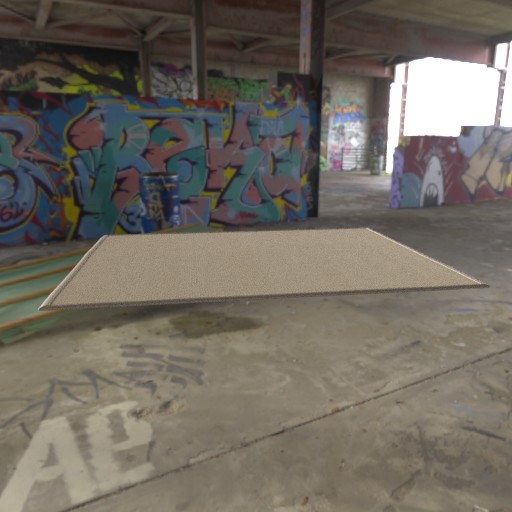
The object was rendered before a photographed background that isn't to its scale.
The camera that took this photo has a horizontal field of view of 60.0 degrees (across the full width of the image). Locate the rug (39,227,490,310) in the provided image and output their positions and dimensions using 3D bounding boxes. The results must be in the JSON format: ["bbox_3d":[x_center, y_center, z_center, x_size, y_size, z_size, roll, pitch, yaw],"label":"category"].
[{"bbox_3d":[0.000,0.000,2.715,2.081,0.020,1.525,-2,14,-8],"label":"rug"}]
